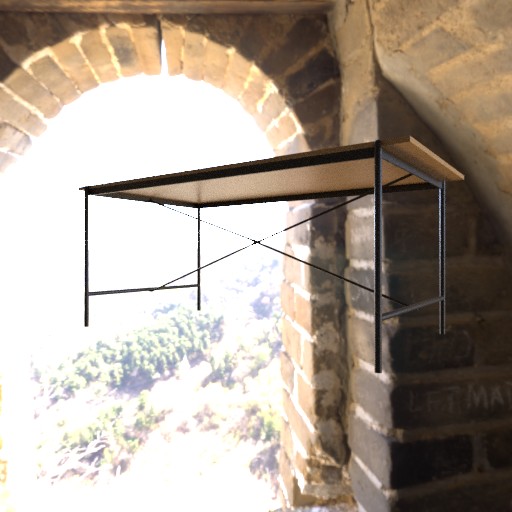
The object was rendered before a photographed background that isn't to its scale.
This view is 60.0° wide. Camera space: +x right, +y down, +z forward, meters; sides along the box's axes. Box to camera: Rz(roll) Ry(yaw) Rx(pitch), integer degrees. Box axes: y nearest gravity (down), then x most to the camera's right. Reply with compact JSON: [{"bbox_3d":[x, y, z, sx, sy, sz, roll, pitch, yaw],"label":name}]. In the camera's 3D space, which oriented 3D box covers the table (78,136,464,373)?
[{"bbox_3d":[0.000,0.000,2.264,1.800,0.758,0.900,0,0,36],"label":"table"}]
